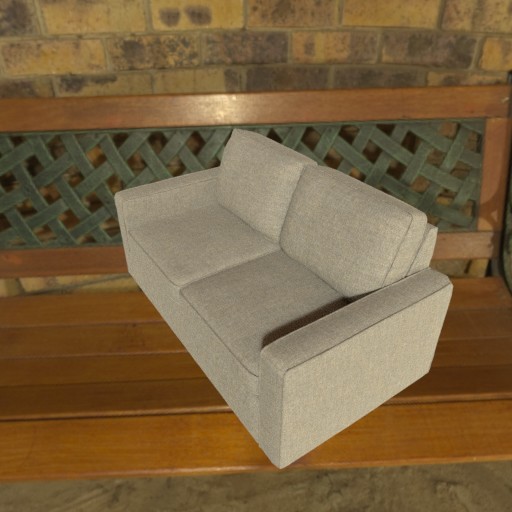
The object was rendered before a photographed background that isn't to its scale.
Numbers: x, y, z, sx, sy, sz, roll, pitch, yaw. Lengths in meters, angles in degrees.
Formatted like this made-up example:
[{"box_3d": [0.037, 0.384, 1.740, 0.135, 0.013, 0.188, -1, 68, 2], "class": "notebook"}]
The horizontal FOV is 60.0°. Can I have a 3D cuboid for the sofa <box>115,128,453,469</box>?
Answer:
[{"box_3d": [0.000, 0.000, 2.328, 0.945, 0.915, 1.706, -20, 38, -28], "class": "sofa"}]
